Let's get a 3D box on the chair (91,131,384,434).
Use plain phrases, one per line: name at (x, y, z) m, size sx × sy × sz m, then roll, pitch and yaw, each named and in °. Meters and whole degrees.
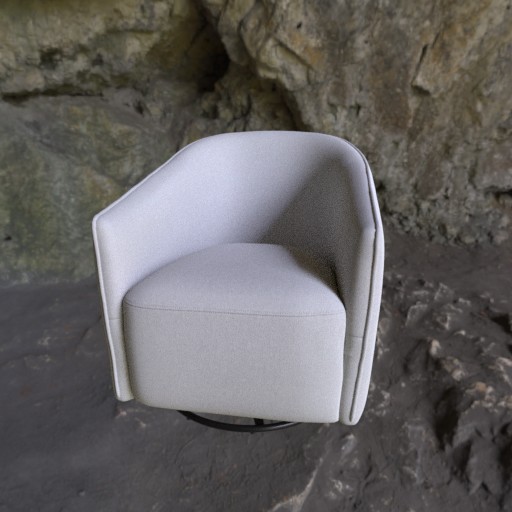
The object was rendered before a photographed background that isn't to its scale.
chair at (0.000, 0.000, 1.460) m, size 0.747 × 0.799 × 0.875 m, roll 3°, pitch 16°, yaw 9°
